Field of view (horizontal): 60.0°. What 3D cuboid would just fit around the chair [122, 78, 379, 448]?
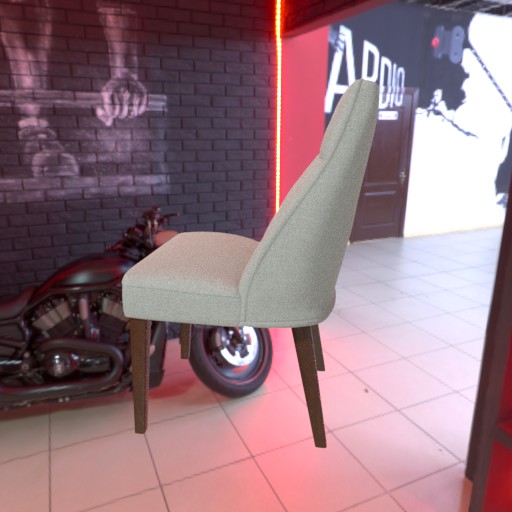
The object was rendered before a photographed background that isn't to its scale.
[{"bbox_3d":[0.000,0.000,1.283,0.620,0.930,0.500,2,16,8],"label":"chair"}]
